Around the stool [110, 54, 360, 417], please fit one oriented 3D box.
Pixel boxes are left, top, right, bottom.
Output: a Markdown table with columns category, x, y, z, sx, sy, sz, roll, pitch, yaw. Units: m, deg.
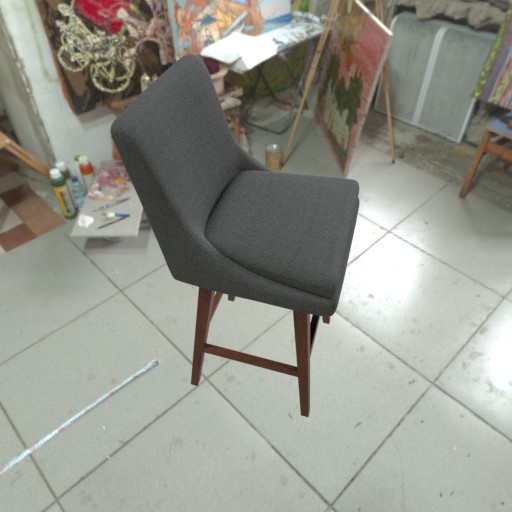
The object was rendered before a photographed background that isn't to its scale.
| category | x | y | z | sx | sy | sz | roll | pitch | yaw |
| --- | --- | --- | --- | --- | --- | --- | --- | --- | --- |
| stool | 0.000 | 0.000 | 1.302 | 0.524 | 0.977 | 0.447 | 12 | 46 | 12 |
